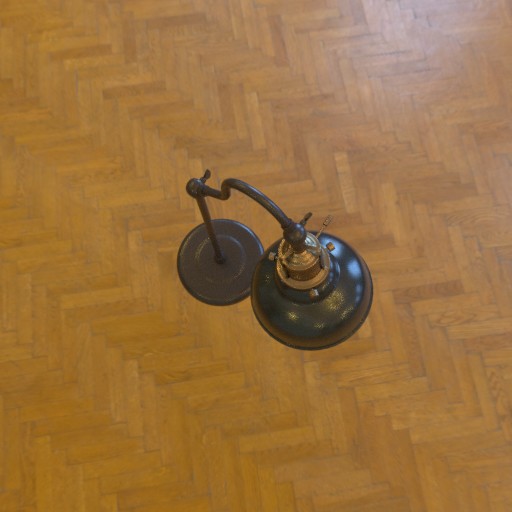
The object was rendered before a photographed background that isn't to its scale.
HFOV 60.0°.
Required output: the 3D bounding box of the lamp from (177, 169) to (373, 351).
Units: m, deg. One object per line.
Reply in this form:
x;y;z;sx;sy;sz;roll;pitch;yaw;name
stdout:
0.000;0.000;0.695;0.374;0.508;0.192;34;78;8;lamp
